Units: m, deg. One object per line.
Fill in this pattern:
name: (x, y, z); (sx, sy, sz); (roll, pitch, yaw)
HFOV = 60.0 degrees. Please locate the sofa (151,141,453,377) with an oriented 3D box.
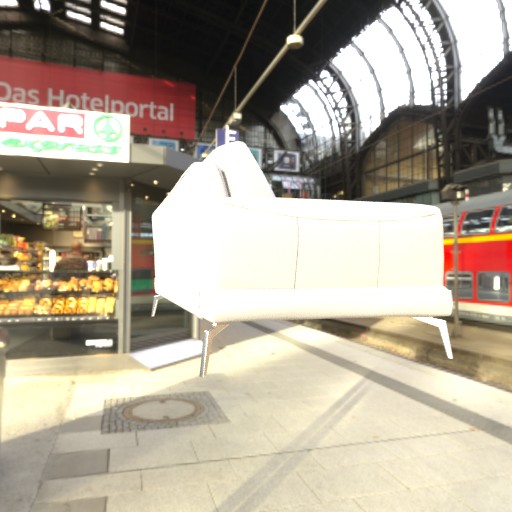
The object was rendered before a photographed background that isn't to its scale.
sofa: (0.000, 0.000, 2.748); (1.121, 0.930, 2.177); (0, -1, -18)
